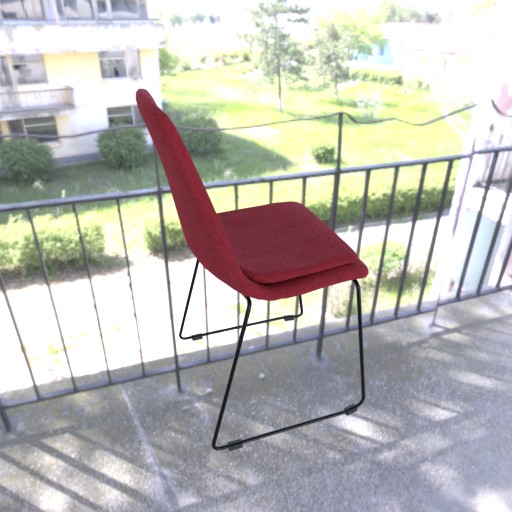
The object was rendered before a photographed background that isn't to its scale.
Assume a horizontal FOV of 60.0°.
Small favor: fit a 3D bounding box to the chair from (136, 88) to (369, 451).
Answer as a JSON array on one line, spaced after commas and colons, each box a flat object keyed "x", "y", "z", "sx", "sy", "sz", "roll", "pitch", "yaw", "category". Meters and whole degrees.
[{"x": 0.000, "y": 0.000, "z": 1.188, "sx": 0.518, "sy": 0.858, "sz": 0.479, "roll": -10, "pitch": 31, "yaw": -17, "category": "chair"}]
